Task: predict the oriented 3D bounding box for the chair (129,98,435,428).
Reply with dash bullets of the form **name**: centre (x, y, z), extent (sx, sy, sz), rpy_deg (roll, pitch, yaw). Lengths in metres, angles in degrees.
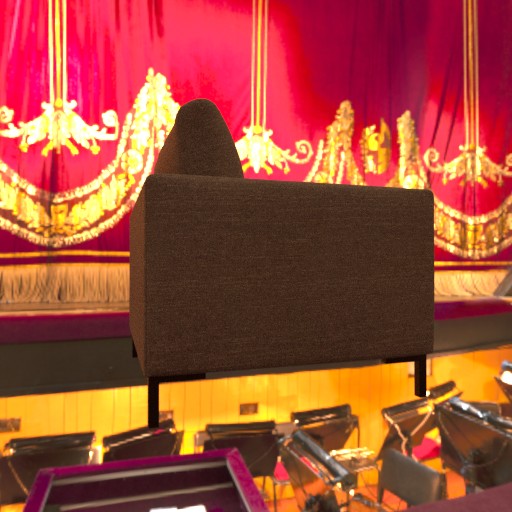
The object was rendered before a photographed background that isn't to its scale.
- **chair**: centre (0.000, 0.000, 1.598), extent (0.845, 0.841, 0.940), rpy_deg (0, -1, -18)
